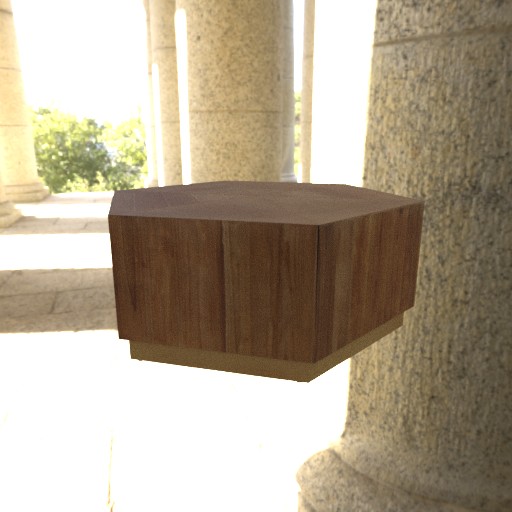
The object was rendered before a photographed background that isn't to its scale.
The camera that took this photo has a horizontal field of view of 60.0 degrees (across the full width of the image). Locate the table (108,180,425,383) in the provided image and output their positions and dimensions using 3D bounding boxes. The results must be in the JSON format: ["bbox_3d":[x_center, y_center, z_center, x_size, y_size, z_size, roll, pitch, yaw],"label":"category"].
[{"bbox_3d":[0.000,0.000,1.667,1.000,0.456,1.154,14,21,43],"label":"table"}]
